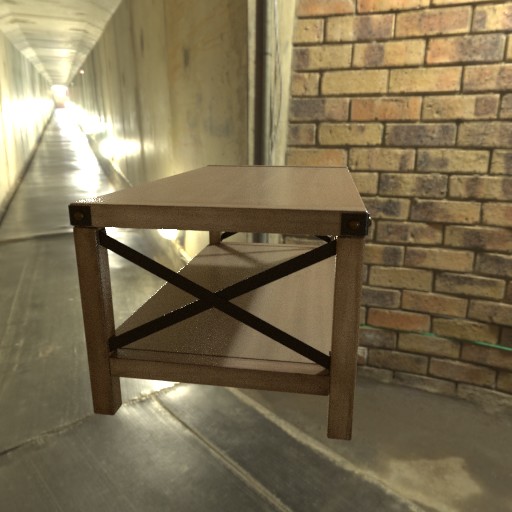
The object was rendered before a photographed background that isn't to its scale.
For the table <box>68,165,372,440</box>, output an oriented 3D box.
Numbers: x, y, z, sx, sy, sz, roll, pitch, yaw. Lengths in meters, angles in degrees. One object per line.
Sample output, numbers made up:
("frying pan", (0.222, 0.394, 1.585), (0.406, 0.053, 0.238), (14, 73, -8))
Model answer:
("table", (0.000, 0.000, 1.315), (0.559, 0.456, 1.016), (3, 16, 9))
